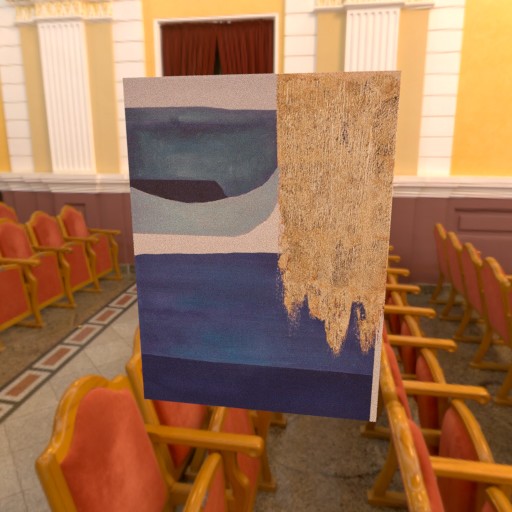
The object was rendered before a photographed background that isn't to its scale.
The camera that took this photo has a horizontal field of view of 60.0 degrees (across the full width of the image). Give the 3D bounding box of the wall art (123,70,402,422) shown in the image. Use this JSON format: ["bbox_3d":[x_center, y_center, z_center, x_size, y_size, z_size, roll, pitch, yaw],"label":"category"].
[{"bbox_3d":[0.000,0.000,0.804,0.458,0.613,0.026,2,14,9],"label":"wall art"}]
